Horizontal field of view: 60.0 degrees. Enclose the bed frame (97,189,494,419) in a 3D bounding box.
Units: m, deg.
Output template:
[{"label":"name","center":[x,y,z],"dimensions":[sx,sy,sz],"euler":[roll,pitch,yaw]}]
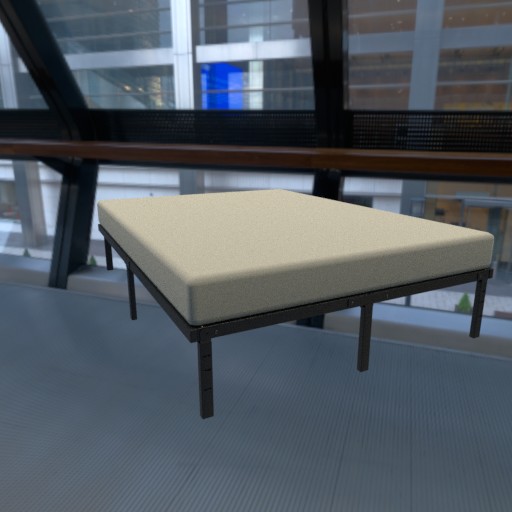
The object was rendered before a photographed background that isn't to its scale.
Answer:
[{"label":"bed frame","center":[0.000,0.000,3.475],"dimensions":[1.990,0.680,2.635],"euler":[-8,17,-26]}]
